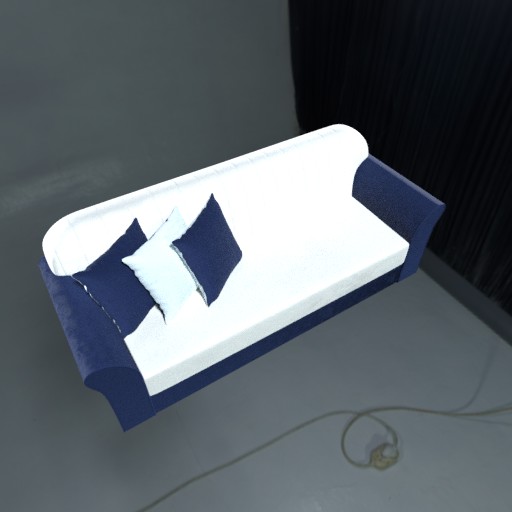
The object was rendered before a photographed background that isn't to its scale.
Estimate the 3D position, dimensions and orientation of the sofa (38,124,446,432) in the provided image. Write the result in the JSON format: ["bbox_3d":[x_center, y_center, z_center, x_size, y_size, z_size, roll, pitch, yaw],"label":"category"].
[{"bbox_3d":[0.000,0.000,2.392,2.006,0.789,0.749,-24,49,-22],"label":"sofa"}]
